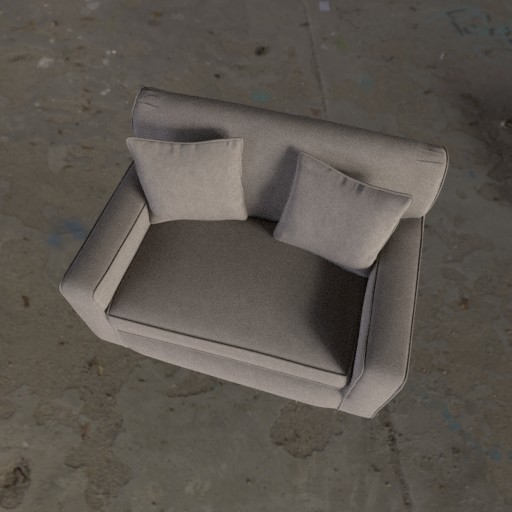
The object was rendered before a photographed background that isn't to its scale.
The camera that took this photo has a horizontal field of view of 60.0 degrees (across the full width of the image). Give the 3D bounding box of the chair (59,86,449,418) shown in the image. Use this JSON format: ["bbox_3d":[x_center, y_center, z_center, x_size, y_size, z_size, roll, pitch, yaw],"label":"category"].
[{"bbox_3d":[0.000,0.000,2.022,1.395,0.953,0.992,14,59,9],"label":"chair"}]
